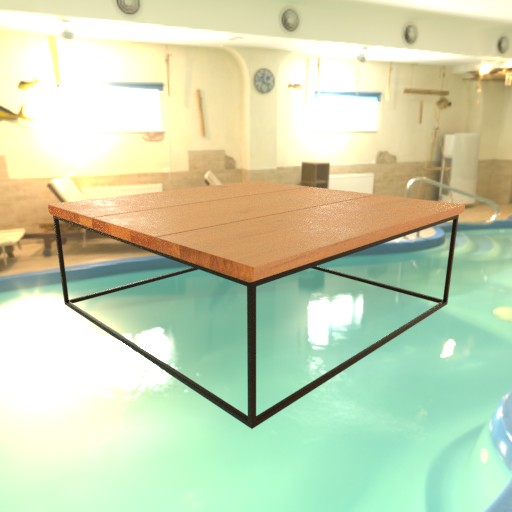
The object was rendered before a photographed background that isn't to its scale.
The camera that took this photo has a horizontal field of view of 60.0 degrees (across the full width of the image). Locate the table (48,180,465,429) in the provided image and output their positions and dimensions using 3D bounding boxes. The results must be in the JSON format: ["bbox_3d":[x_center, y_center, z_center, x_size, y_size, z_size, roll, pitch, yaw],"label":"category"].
[{"bbox_3d":[0.000,0.000,1.706,1.100,0.400,1.100,-15,22,-43],"label":"table"}]
